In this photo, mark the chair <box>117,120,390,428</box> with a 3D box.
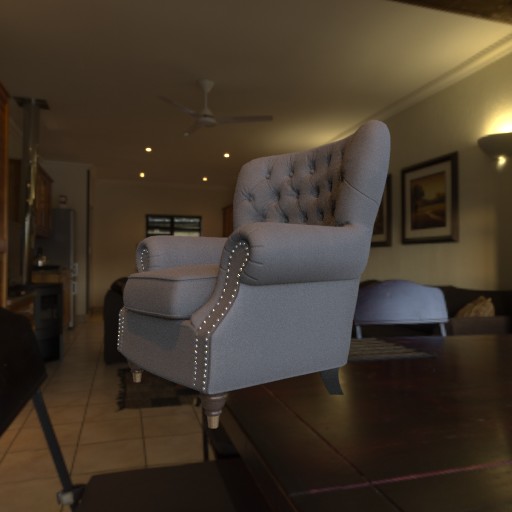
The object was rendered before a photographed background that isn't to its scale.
[{"bbox_3d":[0.000,0.000,1.824,0.983,1.046,0.983,1,-1,-35],"label":"chair"}]
